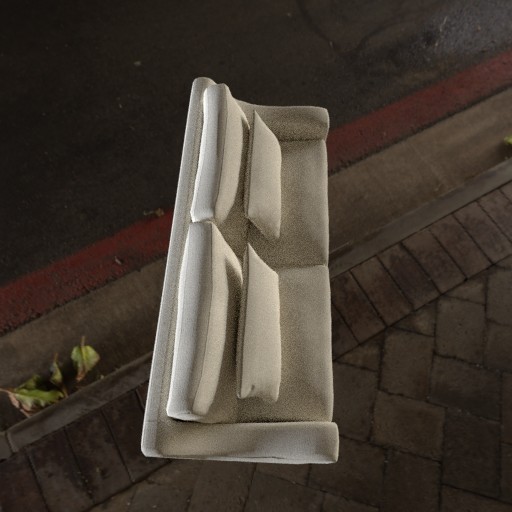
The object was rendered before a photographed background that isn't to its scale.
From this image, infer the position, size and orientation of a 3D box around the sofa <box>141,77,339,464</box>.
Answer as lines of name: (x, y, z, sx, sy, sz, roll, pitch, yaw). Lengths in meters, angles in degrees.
sofa: (0.000, 0.000, 2.931, 1.009, 1.022, 2.470, 2, 65, 1)
